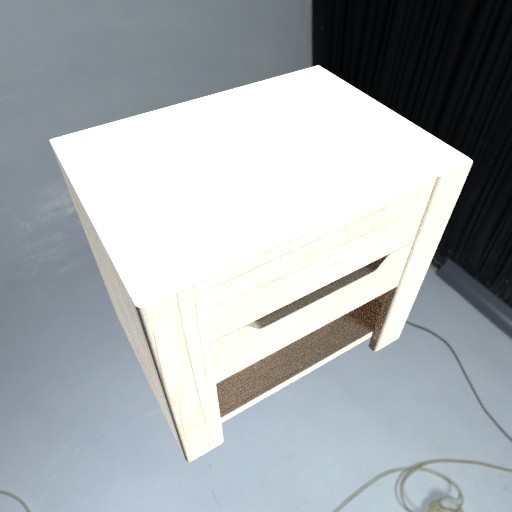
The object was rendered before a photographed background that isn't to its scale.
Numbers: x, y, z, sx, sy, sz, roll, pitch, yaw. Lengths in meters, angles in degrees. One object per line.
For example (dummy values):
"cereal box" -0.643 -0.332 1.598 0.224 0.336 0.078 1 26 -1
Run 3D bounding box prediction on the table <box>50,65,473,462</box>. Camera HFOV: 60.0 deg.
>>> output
"table" 0.000 0.000 0.918 0.570 0.510 0.420 -24 51 -21
